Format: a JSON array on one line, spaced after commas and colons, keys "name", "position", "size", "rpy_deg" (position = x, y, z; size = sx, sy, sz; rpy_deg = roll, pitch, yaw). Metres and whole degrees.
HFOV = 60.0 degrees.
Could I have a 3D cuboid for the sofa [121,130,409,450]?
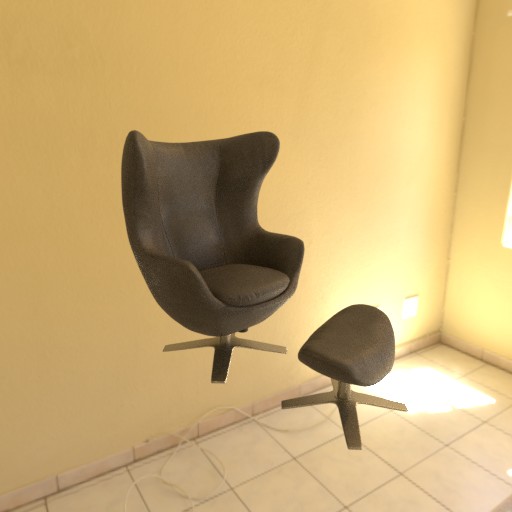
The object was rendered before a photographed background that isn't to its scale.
[{"name": "sofa", "position": [0.000, 0.000, 2.080], "size": [0.894, 1.135, 1.444], "rpy_deg": [-14, 20, -41]}]
